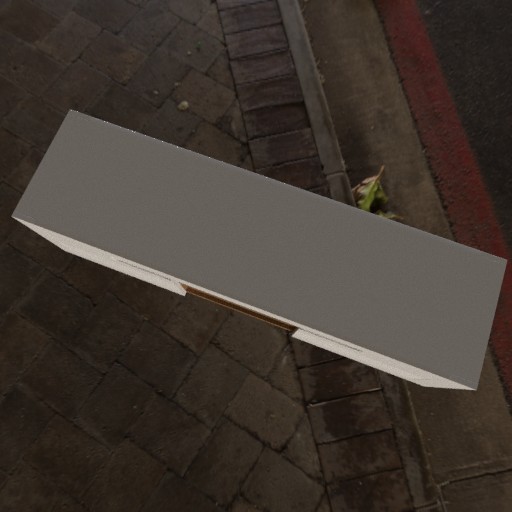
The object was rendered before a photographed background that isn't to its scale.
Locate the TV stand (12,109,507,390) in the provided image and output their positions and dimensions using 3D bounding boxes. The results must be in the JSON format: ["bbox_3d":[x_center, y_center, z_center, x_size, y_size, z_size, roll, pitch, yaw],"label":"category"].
[{"bbox_3d":[0.000,0.000,1.597,1.500,0.440,0.410,20,76,5],"label":"TV stand"}]
